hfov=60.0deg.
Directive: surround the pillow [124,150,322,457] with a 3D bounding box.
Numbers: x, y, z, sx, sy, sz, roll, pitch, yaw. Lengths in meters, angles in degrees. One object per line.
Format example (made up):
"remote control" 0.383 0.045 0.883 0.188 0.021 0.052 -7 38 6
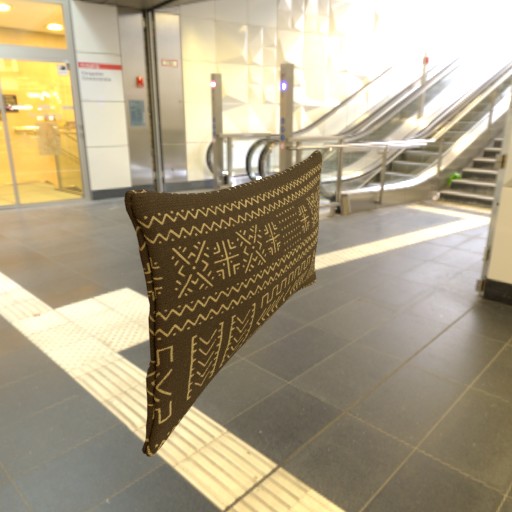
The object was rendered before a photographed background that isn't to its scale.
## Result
"pillow" 0.000 0.000 0.774 0.135 0.322 0.667 8 19 23
